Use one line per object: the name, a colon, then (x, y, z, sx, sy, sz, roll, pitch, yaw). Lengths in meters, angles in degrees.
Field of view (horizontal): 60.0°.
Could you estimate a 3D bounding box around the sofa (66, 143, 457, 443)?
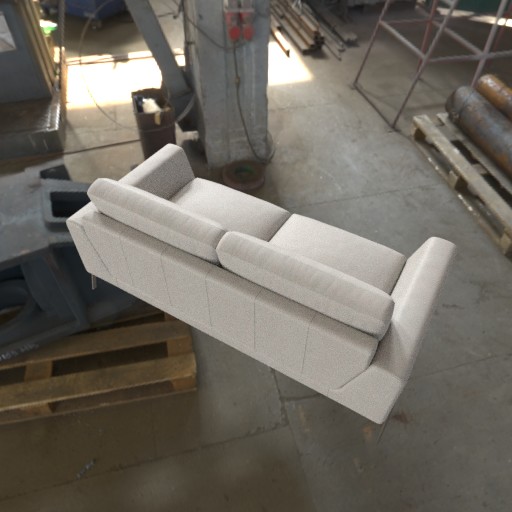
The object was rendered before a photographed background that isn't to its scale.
sofa: (0.000, 0.000, 2.593, 2.017, 0.875, 0.953, 23, 51, 21)
